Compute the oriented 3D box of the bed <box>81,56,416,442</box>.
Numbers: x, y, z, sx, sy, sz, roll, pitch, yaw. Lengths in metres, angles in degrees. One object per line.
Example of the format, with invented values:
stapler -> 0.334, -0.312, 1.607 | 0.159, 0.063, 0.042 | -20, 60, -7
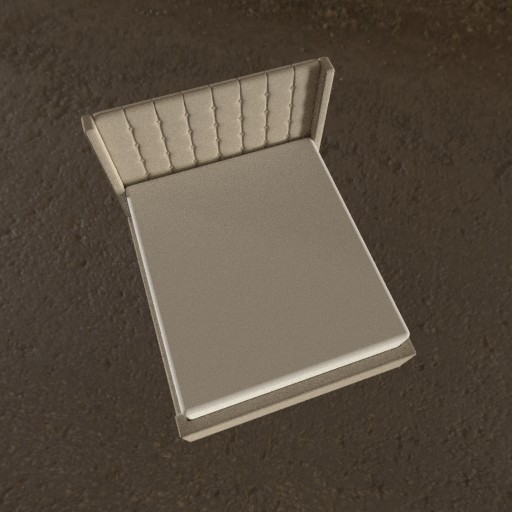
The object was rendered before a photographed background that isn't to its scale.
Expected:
bed -> 0.000, 0.000, 3.828 | 2.045, 1.743, 2.370 | -17, 66, -8
